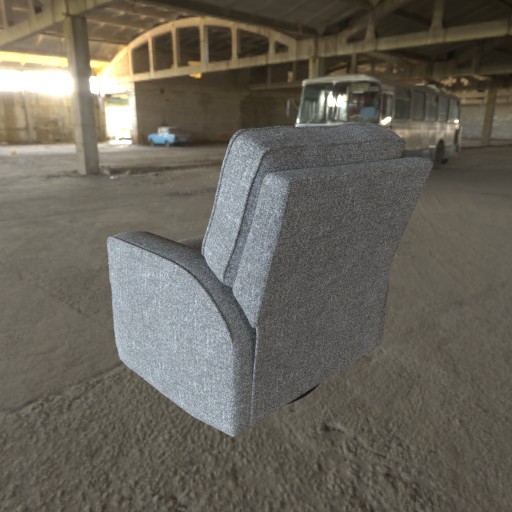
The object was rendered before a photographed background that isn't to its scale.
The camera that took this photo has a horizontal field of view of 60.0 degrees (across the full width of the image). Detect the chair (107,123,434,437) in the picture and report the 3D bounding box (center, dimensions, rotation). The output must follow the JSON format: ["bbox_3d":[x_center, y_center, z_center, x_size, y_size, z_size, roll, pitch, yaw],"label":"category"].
[{"bbox_3d":[0.000,0.000,1.673,0.861,0.962,0.964,-16,23,-42],"label":"chair"}]
